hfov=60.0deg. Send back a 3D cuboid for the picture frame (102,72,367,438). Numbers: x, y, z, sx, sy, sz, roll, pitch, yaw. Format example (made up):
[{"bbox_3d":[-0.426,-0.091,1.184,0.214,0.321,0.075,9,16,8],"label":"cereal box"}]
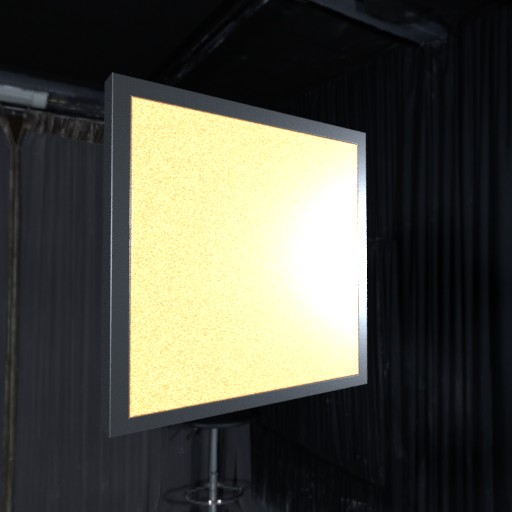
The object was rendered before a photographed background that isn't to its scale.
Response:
[{"bbox_3d":[0.000,0.000,0.538,0.355,0.353,0.029,1,-2,-34],"label":"picture frame"}]
